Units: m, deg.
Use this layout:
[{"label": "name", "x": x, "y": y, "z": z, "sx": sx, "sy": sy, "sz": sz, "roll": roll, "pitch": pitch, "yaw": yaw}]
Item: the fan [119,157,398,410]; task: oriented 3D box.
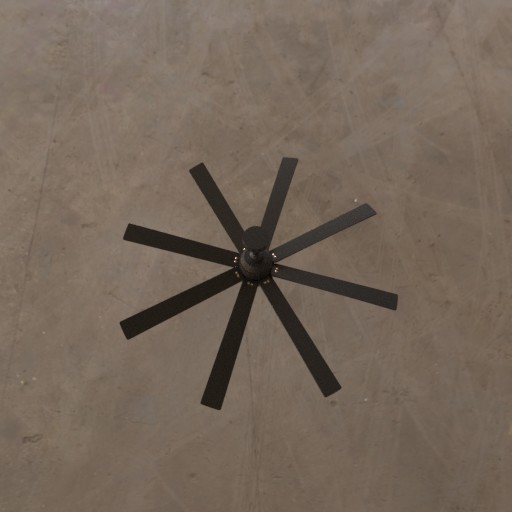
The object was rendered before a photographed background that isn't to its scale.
[{"label": "fan", "x": 0.000, "y": 0.000, "z": 2.749, "sx": 1.830, "sy": 0.472, "sz": 1.830, "roll": 15, "pitch": 64, "yaw": 7}]
